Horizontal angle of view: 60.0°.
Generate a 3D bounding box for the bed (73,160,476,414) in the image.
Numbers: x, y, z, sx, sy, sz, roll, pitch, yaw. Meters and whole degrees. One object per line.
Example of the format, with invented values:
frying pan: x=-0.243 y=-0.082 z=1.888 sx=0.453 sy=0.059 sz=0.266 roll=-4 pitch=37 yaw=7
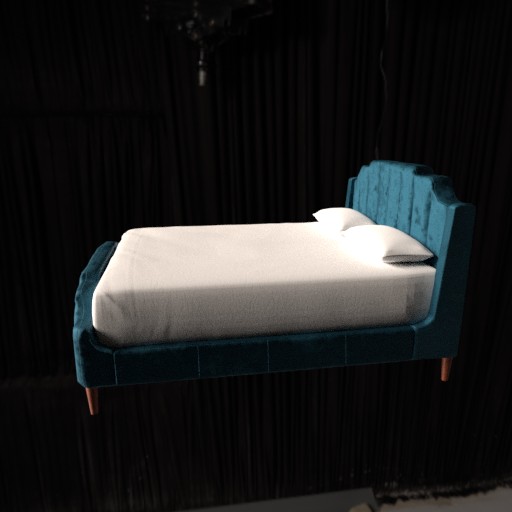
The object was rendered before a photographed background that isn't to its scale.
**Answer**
bed: x=0.000 y=0.000 z=3.282 sx=2.322 sy=1.338 sz=1.678 roll=-3 pitch=16 yaw=-9
